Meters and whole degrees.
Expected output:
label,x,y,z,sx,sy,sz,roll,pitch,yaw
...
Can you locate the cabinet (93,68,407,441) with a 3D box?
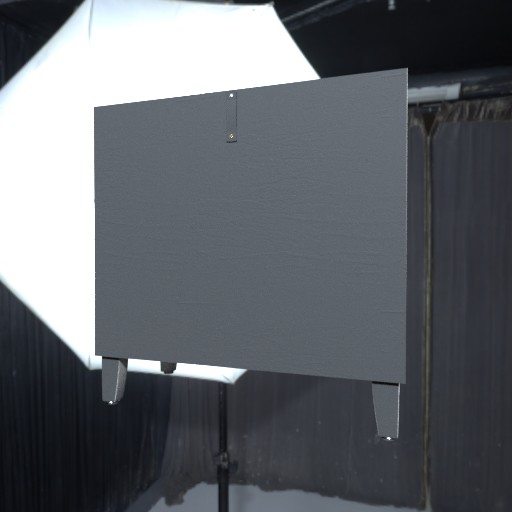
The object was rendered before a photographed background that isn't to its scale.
label,x,y,z,sx,sy,sz,roll,pitch,yaw
cabinet,0.000,0.000,1.218,0.781,0.787,0.370,0,1,18
